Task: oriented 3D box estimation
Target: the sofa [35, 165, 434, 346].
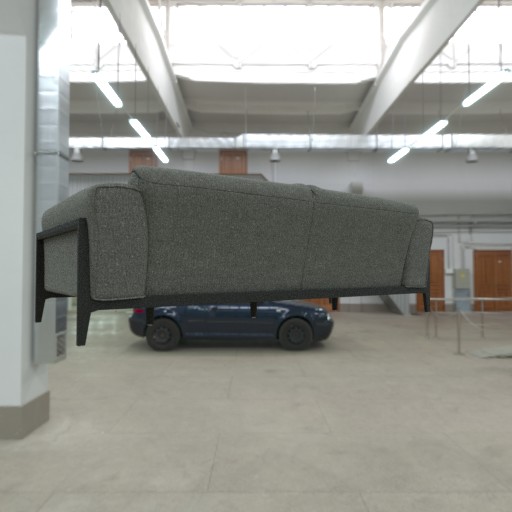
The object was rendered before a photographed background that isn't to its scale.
[{"bbox_3d":[0.000,0.000,2.521,2.125,0.703,0.985,1,-2,-35],"label":"sofa"}]
